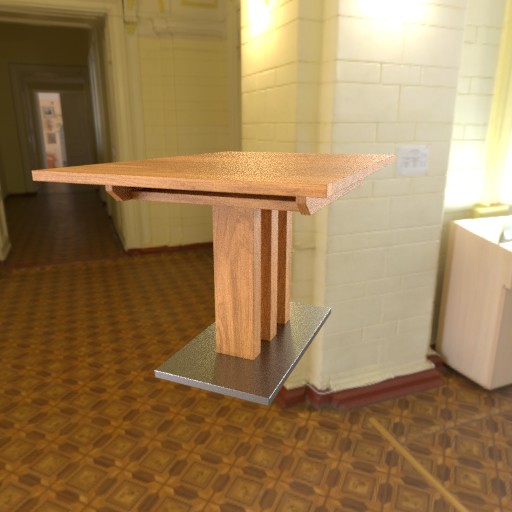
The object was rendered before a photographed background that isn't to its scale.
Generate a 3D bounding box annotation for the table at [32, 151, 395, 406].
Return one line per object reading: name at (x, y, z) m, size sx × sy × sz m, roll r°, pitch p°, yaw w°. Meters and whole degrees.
table at (0.000, 0.000, 1.831) m, size 0.900 × 0.770 × 1.300 m, roll 7°, pitch 17°, yaw 22°
